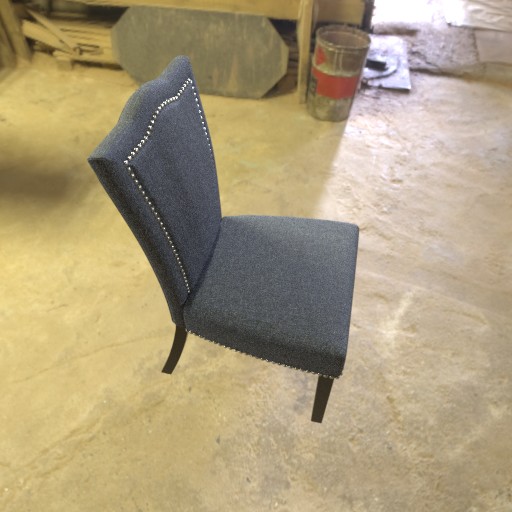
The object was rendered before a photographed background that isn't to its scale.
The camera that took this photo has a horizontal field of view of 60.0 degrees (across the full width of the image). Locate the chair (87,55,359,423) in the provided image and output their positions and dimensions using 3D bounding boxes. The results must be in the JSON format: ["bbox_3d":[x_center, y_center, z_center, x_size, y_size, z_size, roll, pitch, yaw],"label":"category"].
[{"bbox_3d":[0.000,0.000,1.281,0.589,0.946,0.518,10,47,9],"label":"chair"}]
